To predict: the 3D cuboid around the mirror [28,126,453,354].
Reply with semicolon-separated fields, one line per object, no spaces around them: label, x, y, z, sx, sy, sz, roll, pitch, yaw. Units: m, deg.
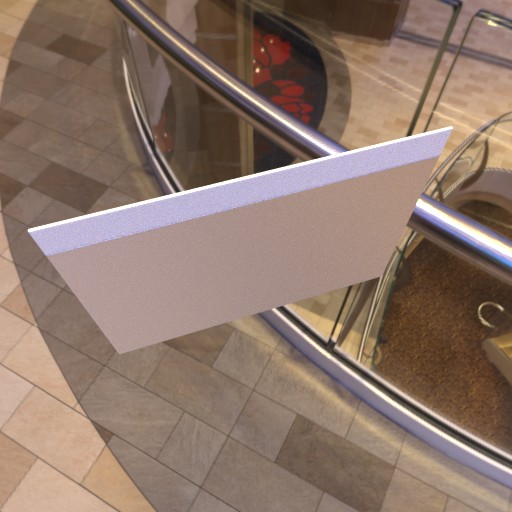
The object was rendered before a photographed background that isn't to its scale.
mirror;0.000;0.000;1.140;0.870;0.630;0.030;-15;59;-10
